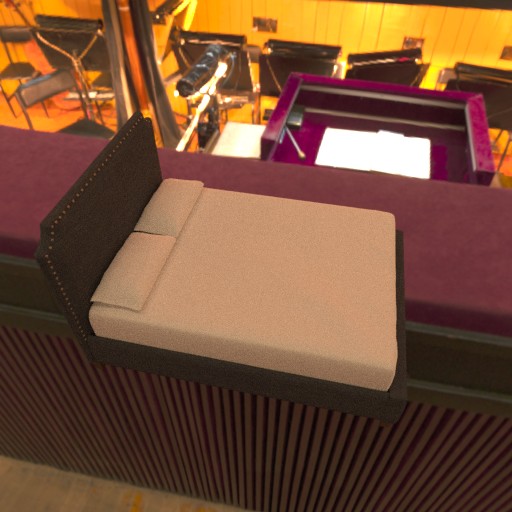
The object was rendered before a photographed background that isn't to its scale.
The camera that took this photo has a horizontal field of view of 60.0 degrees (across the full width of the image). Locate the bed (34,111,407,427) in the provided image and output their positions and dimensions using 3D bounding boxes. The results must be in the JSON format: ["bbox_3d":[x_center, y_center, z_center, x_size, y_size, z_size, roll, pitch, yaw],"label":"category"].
[{"bbox_3d":[0.000,0.000,3.427,2.372,1.443,1.713,9,46,9],"label":"bed"}]
